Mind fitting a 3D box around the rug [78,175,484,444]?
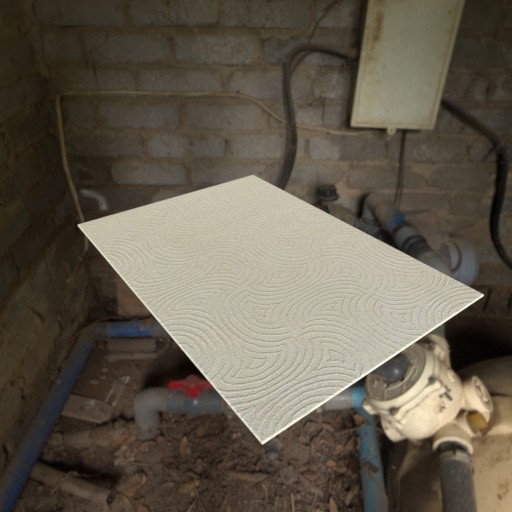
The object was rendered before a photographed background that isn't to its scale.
[{"bbox_3d":[0.000,0.000,2.763,1.526,0.015,2.132,-22,38,-30],"label":"rug"}]
